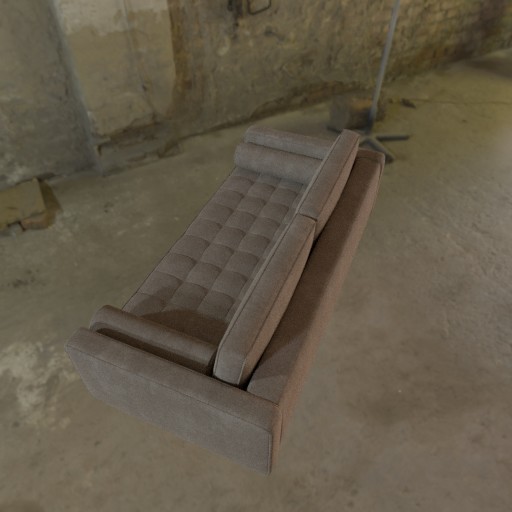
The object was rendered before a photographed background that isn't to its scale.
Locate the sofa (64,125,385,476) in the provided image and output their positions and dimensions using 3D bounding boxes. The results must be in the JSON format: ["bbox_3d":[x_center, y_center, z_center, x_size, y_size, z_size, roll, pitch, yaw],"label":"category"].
[{"bbox_3d":[0.000,0.000,2.333,0.920,0.769,1.883,17,48,16],"label":"sofa"}]
